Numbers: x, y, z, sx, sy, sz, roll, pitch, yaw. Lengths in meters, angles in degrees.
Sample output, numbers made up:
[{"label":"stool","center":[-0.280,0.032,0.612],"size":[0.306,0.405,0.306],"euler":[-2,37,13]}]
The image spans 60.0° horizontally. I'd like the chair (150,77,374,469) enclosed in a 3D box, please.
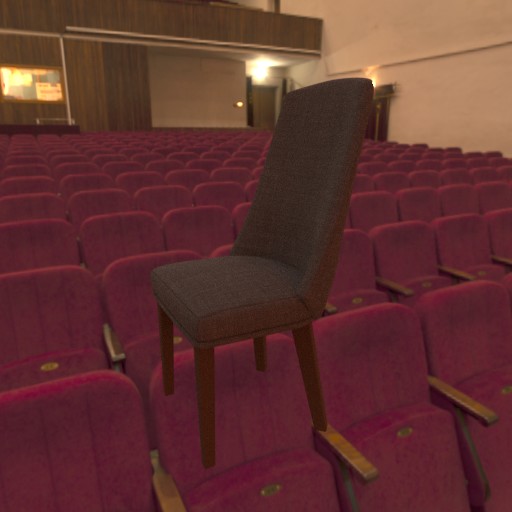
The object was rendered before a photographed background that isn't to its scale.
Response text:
[{"label":"chair","center":[0.000,0.000,1.371],"size":[0.577,1.050,0.510],"euler":[-8,17,-26]}]
